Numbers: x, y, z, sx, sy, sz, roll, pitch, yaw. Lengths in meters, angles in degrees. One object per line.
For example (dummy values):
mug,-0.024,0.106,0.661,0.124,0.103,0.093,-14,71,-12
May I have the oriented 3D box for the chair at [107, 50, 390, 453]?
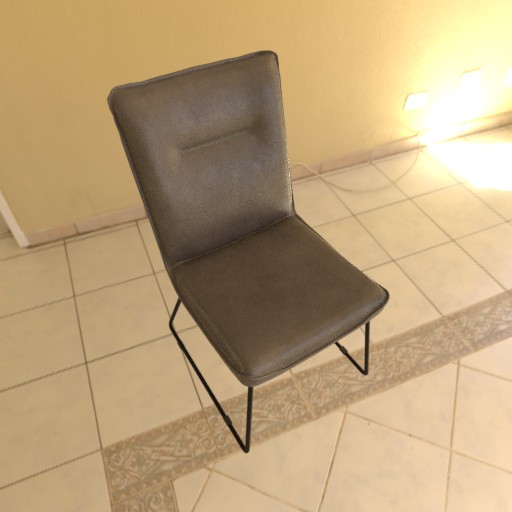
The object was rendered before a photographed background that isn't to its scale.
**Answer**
chair,0.000,0.000,1.347,0.515,0.932,0.688,-25,51,-22
